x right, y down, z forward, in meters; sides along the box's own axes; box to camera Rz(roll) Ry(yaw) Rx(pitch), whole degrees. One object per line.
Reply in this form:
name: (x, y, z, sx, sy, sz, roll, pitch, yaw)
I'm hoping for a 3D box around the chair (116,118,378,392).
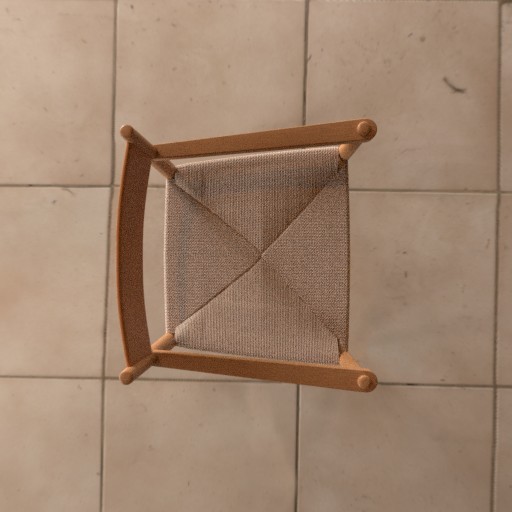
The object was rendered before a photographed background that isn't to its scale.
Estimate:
chair: (0.000, 0.000, 1.140, 0.495, 0.762, 0.556, 0, 90, 0)
